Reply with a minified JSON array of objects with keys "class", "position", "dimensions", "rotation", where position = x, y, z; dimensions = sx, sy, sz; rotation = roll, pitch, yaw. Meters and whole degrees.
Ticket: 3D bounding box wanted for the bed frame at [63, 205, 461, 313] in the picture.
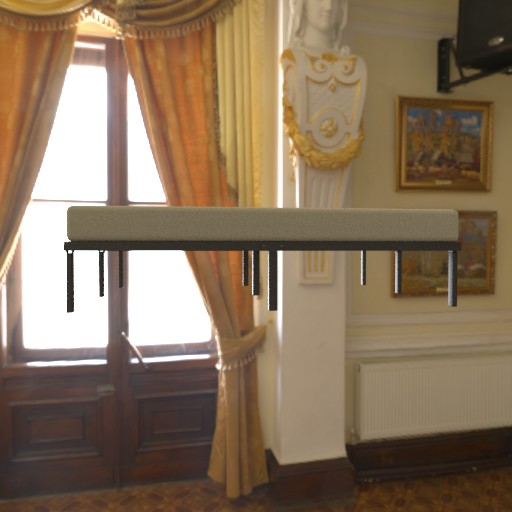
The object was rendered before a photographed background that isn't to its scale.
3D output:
[{"class":"bed frame","position":[0.000,0.000,3.838],"dimensions":[2.842,0.680,2.205],"rotation":[0,1,0]}]
